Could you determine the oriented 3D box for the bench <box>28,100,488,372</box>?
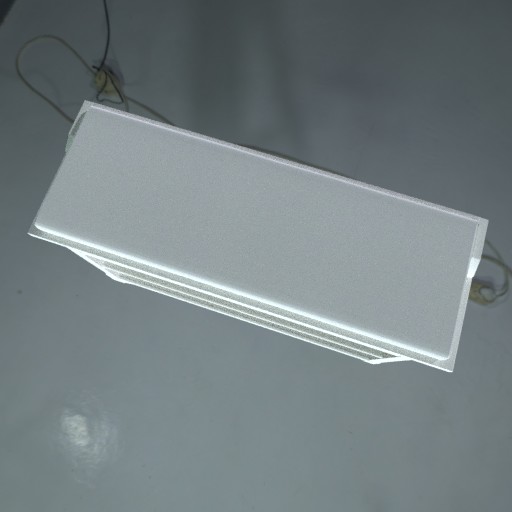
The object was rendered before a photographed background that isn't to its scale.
[{"bbox_3d":[0.000,0.000,1.255,0.987,0.589,0.346,18,76,5],"label":"bench"}]
